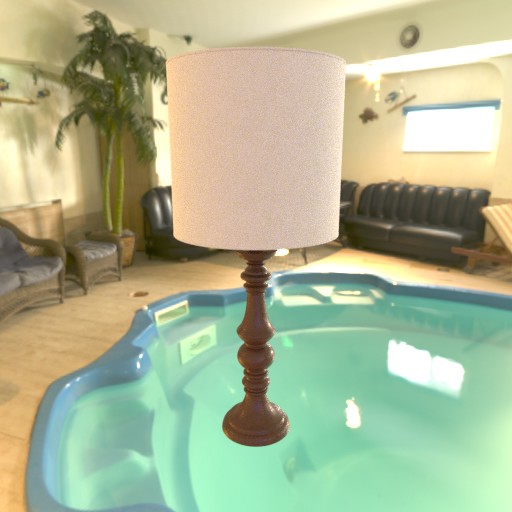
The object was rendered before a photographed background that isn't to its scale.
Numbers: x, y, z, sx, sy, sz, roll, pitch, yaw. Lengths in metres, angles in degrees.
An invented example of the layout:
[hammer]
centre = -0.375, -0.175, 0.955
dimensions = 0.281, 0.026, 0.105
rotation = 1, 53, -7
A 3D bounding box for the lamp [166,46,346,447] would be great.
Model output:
[lamp]
centre = 0.000, 0.000, 0.692
dimensions = 0.250, 0.597, 0.250
rotation = 7, 15, 26
